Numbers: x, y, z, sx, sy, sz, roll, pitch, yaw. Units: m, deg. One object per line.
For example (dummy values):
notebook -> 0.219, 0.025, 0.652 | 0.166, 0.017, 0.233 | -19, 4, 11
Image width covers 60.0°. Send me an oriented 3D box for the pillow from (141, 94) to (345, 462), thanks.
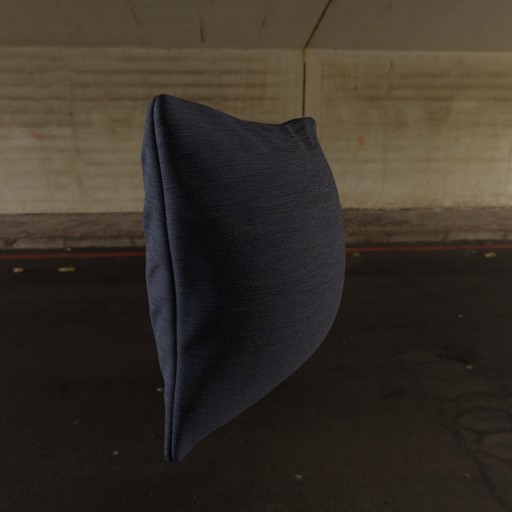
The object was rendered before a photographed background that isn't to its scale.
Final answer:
pillow -> 0.000, 0.000, 0.653 | 0.246, 0.414, 0.432 | 7, 15, 26
